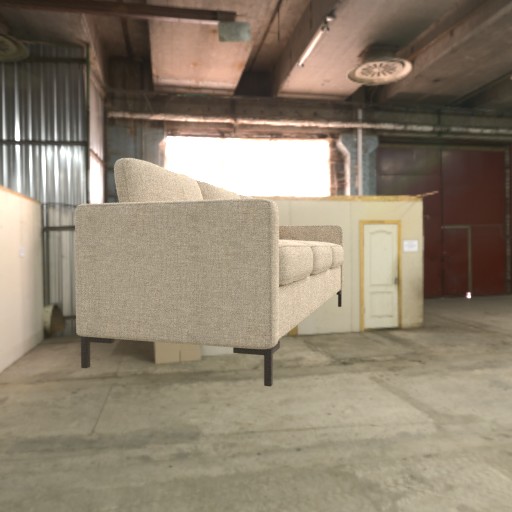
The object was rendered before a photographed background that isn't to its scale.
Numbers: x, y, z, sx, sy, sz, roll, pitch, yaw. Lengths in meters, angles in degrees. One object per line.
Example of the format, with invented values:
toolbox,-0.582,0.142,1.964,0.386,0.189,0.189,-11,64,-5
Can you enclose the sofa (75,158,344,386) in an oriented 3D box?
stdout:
sofa,0.000,0.000,2.717,0.859,0.874,2.218,0,1,17
